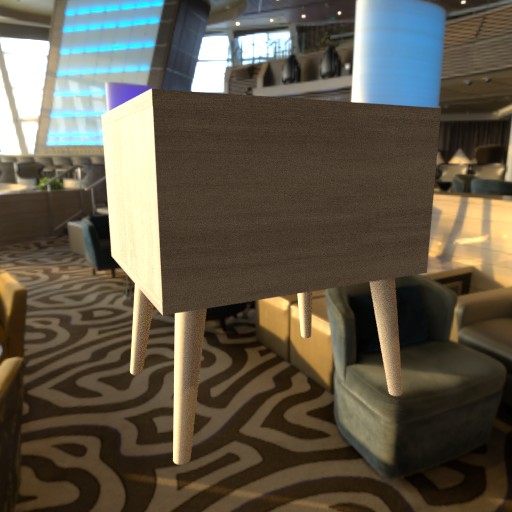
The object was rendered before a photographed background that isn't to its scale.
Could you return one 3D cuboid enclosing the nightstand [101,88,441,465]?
[{"bbox_3d":[0.000,0.000,0.807,0.450,0.500,0.380,-6,14,-26],"label":"nightstand"}]
